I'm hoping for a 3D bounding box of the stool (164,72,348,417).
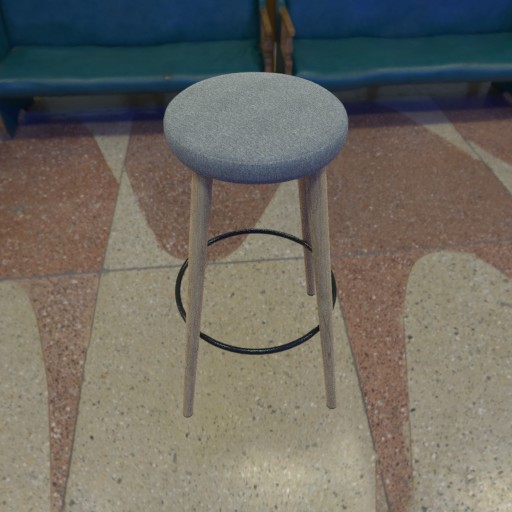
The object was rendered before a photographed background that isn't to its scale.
[{"bbox_3d":[0.000,0.000,1.028,0.410,0.770,0.410,-2,46,-2],"label":"stool"}]
